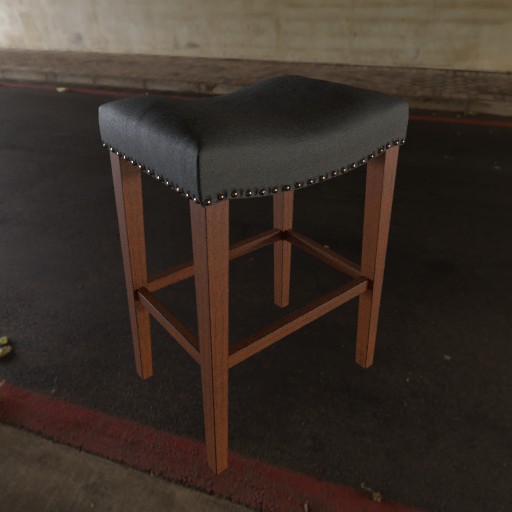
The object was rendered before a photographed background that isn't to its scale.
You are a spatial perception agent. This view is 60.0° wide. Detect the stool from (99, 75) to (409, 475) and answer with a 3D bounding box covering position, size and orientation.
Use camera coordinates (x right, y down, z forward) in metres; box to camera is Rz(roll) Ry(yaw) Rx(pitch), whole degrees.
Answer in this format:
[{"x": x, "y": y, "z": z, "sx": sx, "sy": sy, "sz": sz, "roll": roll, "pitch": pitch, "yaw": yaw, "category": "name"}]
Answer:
[{"x": 0.000, "y": 0.000, "z": 0.863, "sx": 0.439, "sy": 0.612, "sz": 0.320, "roll": -23, "pitch": 38, "yaw": -32, "category": "stool"}]
